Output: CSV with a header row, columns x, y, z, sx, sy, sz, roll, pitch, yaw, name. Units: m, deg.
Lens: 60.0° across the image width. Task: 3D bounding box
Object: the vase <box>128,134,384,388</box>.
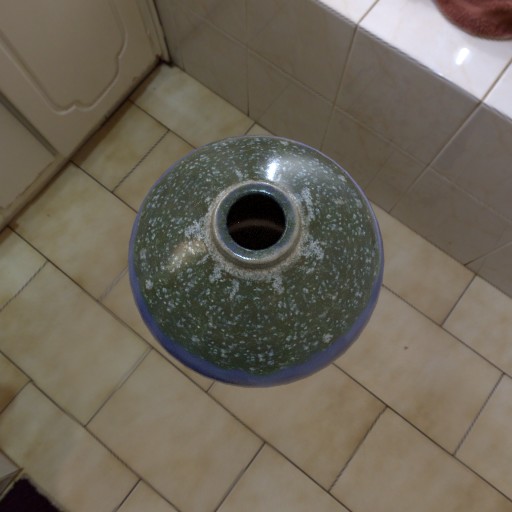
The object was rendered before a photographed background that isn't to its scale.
x,y,z,sx,sy,sz,roll,pitch,yaw,name
0.000,0.000,0.267,0.154,0.133,0.154,0,76,0,vase
